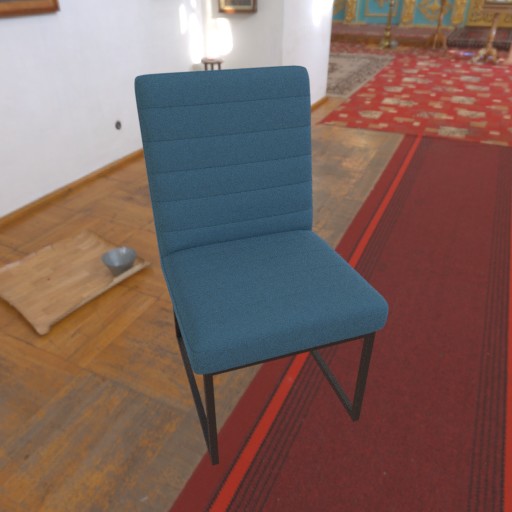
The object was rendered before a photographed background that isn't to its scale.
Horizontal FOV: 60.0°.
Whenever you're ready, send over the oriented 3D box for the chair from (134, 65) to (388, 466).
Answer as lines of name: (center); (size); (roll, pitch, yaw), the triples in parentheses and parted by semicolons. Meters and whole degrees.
chair: (0.000, 0.000, 1.287); (0.520, 0.930, 0.634); (-10, 34, -16)
